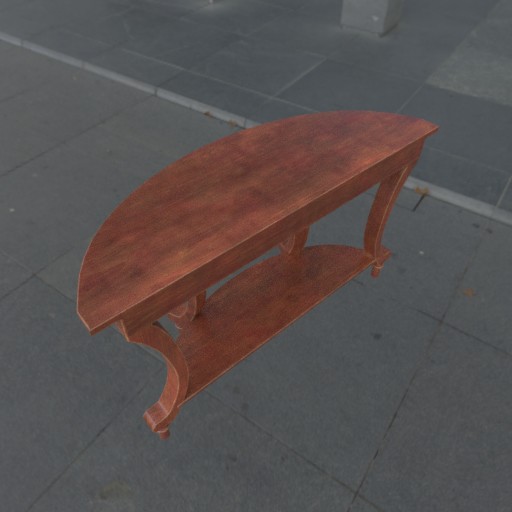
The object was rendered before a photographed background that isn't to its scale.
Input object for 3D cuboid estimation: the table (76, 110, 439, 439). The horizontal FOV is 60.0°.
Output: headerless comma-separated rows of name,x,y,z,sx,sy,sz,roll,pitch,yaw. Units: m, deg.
table,0.000,0.000,1.498,1.198,0.699,0.394,-32,54,-27
